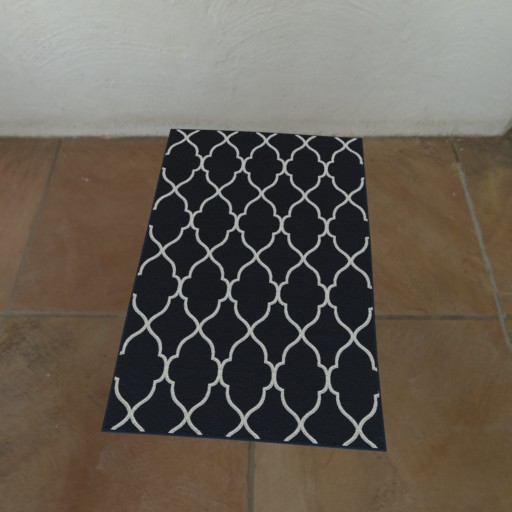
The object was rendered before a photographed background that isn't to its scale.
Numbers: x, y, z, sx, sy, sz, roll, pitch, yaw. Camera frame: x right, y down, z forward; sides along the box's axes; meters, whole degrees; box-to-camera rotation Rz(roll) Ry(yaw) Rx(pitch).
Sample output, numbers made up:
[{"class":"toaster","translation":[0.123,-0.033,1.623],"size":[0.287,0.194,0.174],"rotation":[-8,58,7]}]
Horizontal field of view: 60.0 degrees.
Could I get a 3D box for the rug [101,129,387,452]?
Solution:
[{"class":"rug","translation":[0.000,0.000,2.924],"size":[1.526,0.014,2.290],"rotation":[3,59,2]}]
